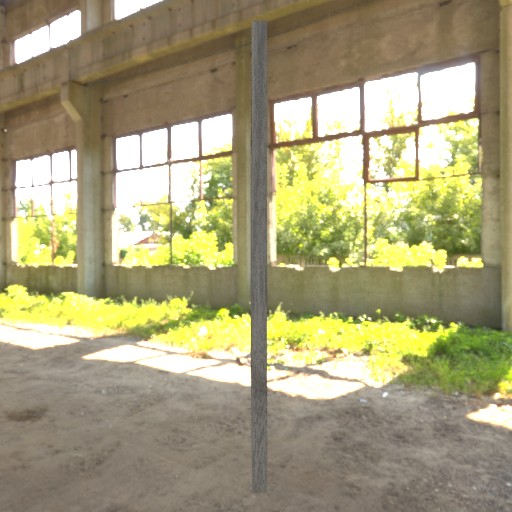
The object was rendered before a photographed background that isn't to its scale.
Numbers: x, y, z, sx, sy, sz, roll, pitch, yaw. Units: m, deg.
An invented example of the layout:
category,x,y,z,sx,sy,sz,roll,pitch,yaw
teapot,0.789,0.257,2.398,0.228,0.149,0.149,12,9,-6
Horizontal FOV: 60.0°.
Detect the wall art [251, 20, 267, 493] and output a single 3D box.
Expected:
category,x,y,z,sx,sy,sz,roll,pitch,yaw
wall art,0.000,0.000,0.728,0.016,0.507,0.508,0,0,-1
